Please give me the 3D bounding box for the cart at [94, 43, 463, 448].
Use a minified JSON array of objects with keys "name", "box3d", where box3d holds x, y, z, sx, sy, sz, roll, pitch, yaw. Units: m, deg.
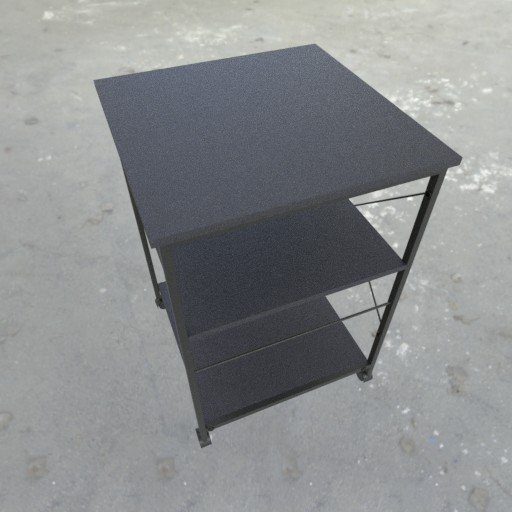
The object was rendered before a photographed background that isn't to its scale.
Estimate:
[{"name":"cart","box3d":[0.000,0.000,1.099,0.520,0.762,0.521,-16,48,-15]}]
